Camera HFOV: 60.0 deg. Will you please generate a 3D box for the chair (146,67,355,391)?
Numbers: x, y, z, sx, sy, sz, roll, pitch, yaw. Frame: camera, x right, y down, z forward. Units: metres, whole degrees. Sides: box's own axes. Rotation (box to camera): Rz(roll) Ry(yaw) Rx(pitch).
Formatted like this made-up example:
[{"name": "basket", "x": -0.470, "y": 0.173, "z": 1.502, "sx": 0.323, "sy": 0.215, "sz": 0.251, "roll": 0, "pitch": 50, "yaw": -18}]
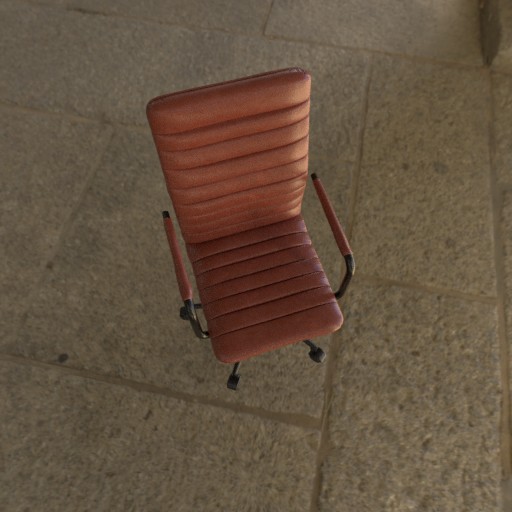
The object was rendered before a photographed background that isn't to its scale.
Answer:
[{"name": "chair", "x": 0.000, "y": 0.000, "z": 1.383, "sx": 0.608, "sy": 0.979, "sz": 0.580, "roll": -15, "pitch": 64, "yaw": -8}]
